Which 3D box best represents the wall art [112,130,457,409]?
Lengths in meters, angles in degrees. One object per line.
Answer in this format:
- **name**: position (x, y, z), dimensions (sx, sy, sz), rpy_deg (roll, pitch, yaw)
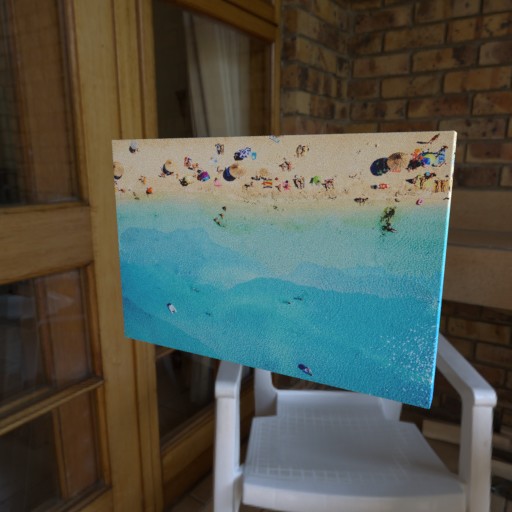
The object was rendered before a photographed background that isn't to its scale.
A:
- **wall art**: position (0.000, 0.000, 1.143), dimensions (0.894, 0.595, 0.057), rpy_deg (6, 14, 27)
